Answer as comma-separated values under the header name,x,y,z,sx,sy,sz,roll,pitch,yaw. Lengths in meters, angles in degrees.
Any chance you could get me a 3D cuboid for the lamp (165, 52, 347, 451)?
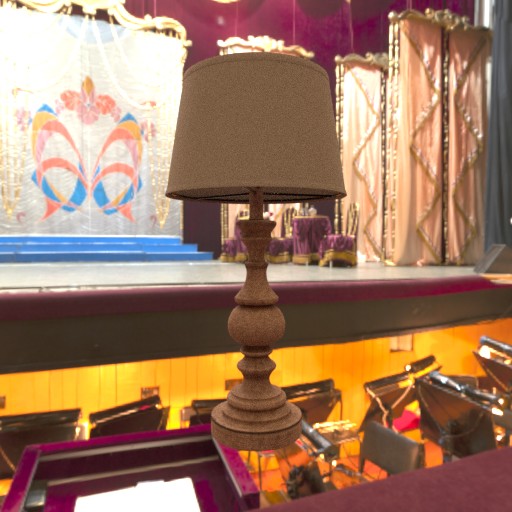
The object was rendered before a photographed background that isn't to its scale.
name,x,y,z,sx,sy,sz,roll,pitch,yaw
lamp,0.000,0.000,0.849,0.340,0.678,0.340,0,2,0
